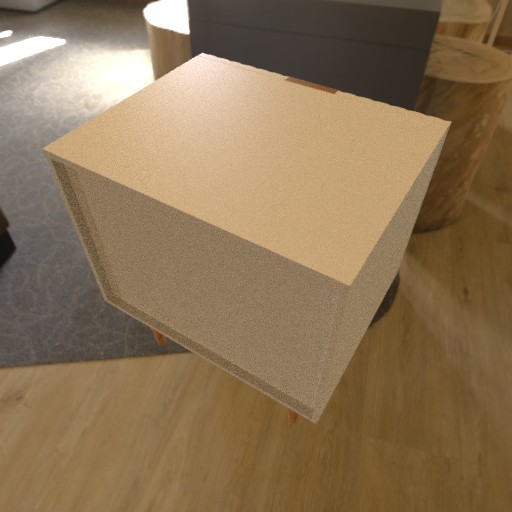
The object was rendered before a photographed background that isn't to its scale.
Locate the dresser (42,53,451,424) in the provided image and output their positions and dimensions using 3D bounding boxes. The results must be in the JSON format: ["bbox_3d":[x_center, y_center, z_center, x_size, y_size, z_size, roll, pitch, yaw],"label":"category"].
[{"bbox_3d":[0.000,0.000,0.905,0.503,0.568,0.414,25,52,21],"label":"dresser"}]
